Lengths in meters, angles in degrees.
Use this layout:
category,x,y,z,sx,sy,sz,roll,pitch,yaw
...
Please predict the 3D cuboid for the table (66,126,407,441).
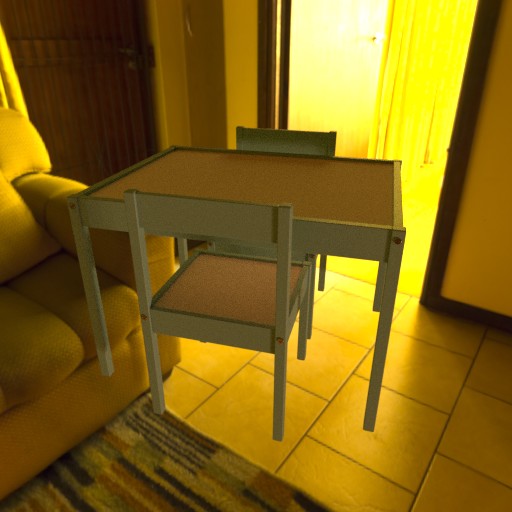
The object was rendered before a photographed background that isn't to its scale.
category,x,y,z,sx,sy,sz,roll,pitch,yaw
table,0.000,0.000,1.088,0.639,0.503,0.633,7,27,14
